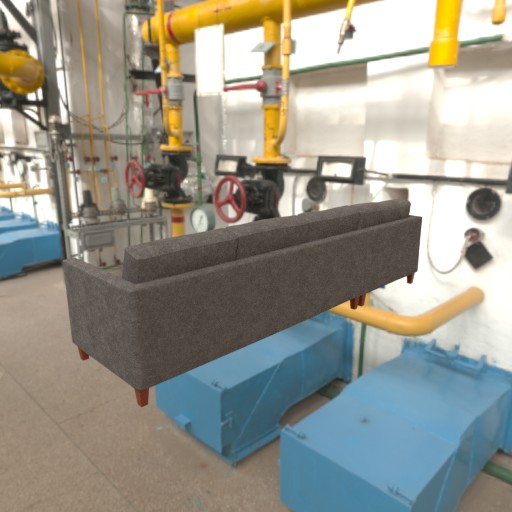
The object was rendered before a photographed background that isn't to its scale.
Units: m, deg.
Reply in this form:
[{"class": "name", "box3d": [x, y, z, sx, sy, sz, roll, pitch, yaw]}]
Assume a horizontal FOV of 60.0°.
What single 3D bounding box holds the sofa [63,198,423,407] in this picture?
[{"class": "sofa", "box3d": [0.000, 0.000, 4.167, 3.471, 0.954, 1.606, -14, 20, -43]}]
